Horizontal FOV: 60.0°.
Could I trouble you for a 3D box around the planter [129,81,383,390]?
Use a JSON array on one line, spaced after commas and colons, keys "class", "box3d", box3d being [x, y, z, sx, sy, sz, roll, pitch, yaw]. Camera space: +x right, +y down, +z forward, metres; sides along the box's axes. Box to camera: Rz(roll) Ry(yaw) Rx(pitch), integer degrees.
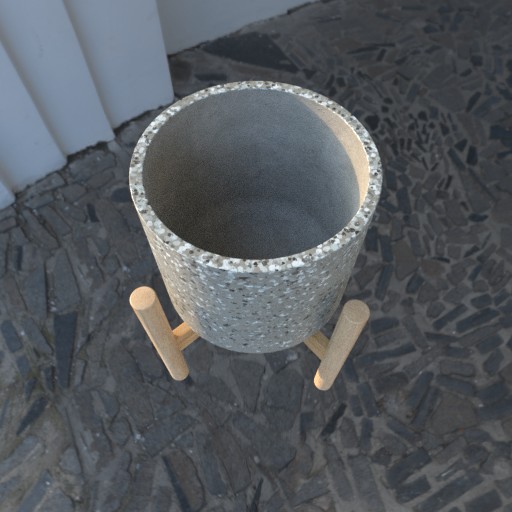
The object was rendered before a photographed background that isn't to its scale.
[{"class": "planter", "box3d": [0.000, 0.000, 0.529, 0.284, 0.320, 0.284, -16, 60, -9]}]
